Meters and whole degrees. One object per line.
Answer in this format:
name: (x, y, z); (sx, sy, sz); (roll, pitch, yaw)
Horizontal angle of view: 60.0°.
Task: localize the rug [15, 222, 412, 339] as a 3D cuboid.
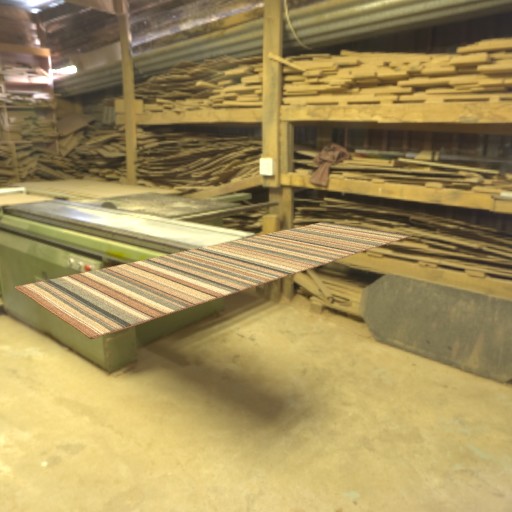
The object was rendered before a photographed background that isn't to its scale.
rug: (0.000, 0.000, 2.656); (0.799, 0.010, 2.444); (14, 20, 43)
